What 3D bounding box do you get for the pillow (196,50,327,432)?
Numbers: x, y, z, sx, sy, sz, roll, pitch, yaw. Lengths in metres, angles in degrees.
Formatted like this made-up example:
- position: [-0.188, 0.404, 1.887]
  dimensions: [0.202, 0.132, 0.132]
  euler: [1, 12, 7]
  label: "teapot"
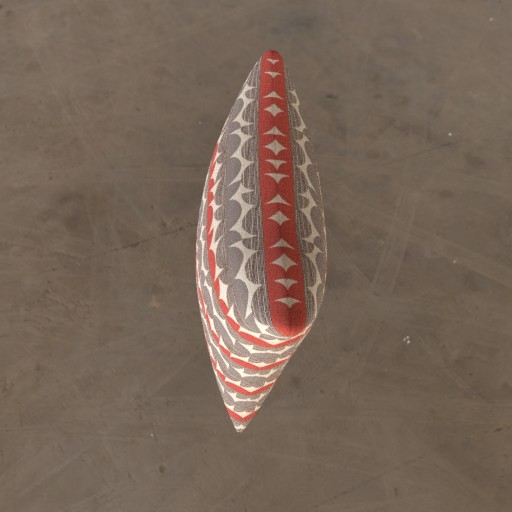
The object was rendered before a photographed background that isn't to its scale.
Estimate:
- position: [0.000, 0.000, 0.661]
  dimensions: [0.180, 0.410, 0.420]
  euler: [-1, 58, -1]
  label: "pillow"
